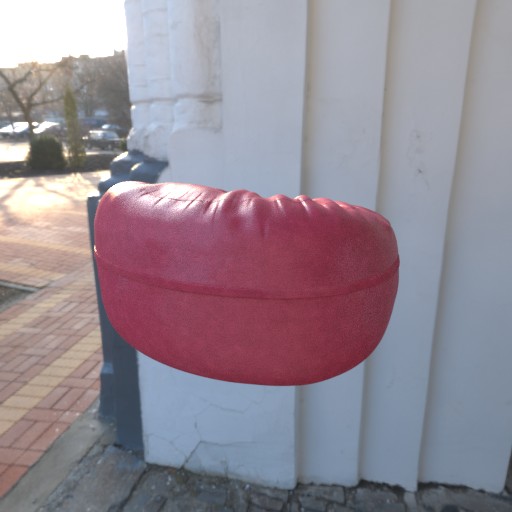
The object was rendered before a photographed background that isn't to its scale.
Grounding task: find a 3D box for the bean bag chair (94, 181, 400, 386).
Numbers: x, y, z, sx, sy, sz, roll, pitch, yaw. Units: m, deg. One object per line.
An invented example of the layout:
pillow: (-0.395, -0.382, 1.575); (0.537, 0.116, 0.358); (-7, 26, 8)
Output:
bean bag chair: (0.000, 0.000, 2.406); (1.524, 0.878, 1.524); (9, 18, 27)
